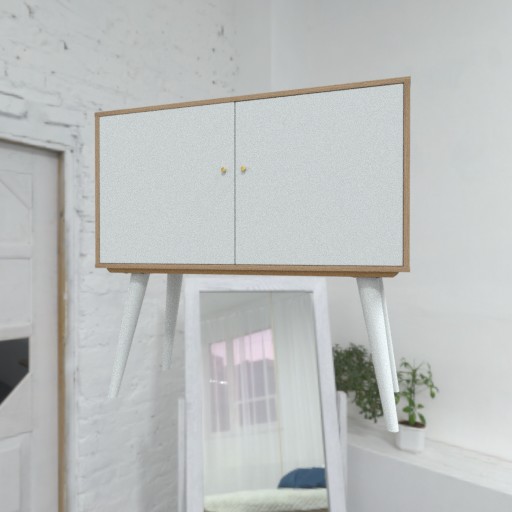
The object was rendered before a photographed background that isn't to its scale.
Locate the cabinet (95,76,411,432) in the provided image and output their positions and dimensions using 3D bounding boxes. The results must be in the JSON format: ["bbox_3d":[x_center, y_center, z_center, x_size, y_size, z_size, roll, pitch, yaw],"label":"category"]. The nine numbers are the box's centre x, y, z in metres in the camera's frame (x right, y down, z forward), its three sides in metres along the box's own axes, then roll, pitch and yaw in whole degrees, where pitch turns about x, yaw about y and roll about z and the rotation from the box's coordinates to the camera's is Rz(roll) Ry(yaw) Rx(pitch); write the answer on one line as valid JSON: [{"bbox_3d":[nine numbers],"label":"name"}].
[{"bbox_3d":[0.000,0.000,1.622,1.057,1.016,0.470,0,1,18],"label":"cabinet"}]
